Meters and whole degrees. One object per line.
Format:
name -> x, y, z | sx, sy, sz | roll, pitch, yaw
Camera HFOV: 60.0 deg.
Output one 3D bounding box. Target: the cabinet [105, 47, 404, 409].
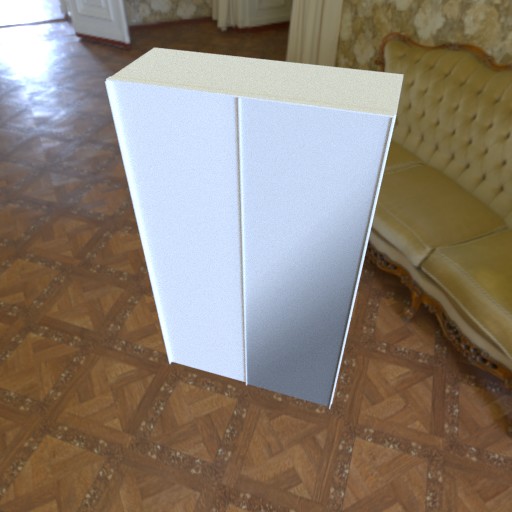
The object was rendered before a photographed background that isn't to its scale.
cabinet -> 0.000, 0.000, 2.698 | 1.250, 2.160, 0.480 | 12, 44, 13
